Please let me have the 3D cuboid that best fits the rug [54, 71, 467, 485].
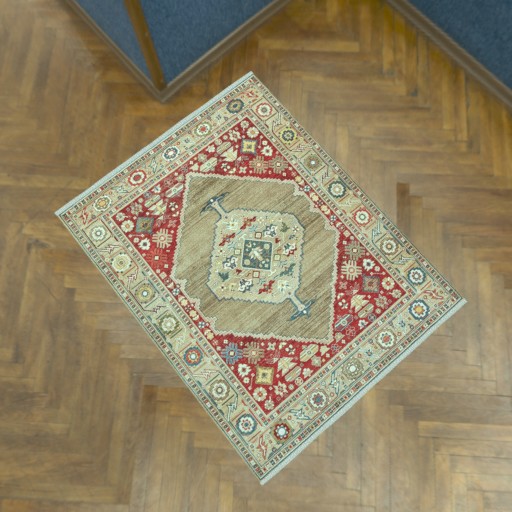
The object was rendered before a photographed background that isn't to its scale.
[{"bbox_3d":[0.000,0.000,4.170,2.451,0.008,3.143,-39,80,-8],"label":"rug"}]
